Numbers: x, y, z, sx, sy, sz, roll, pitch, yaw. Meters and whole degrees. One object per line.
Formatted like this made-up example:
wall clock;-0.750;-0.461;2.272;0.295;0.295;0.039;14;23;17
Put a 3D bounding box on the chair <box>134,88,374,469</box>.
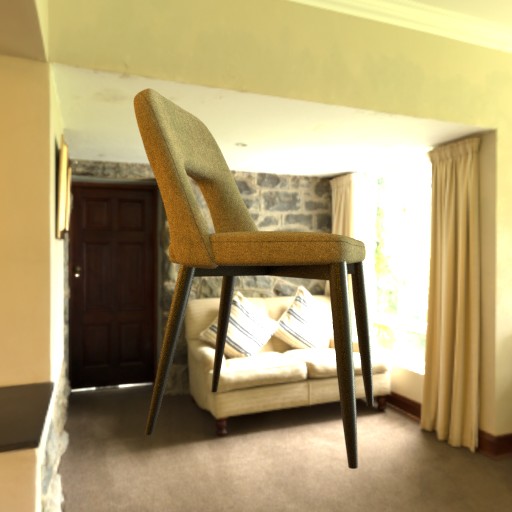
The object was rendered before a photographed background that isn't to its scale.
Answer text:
chair;0.000;0.000;1.252;0.612;0.931;0.470;0;0;19
